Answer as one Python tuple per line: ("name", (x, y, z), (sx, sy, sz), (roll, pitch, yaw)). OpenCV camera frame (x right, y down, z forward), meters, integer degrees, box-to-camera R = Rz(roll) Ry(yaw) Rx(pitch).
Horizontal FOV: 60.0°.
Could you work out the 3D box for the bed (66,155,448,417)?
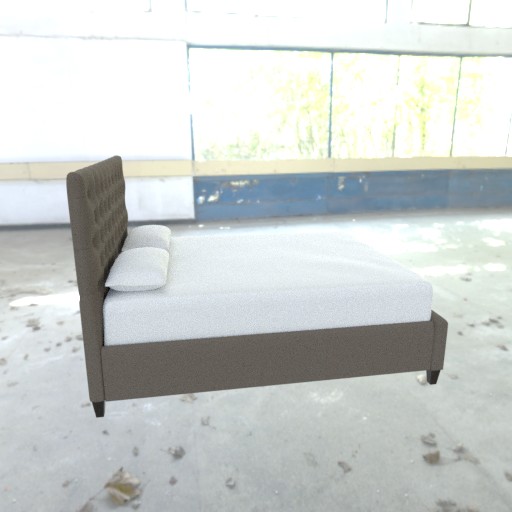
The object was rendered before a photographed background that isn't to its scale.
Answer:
("bed", (0.000, 0.000, 3.362), (2.233, 1.426, 1.696), (-3, 16, -9))
